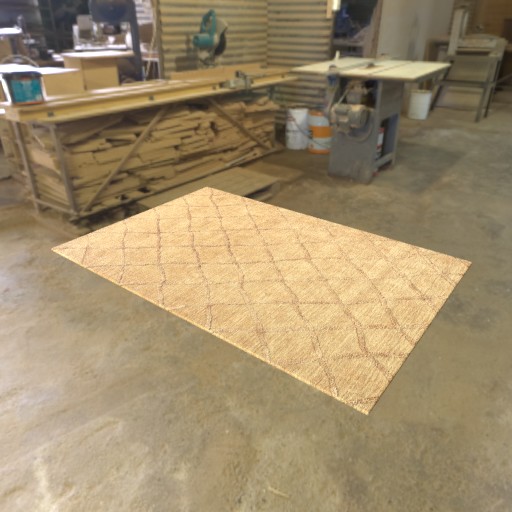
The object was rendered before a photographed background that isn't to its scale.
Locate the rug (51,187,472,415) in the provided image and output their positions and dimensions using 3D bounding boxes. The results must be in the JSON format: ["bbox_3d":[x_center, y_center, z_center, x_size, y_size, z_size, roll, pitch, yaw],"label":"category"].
[{"bbox_3d":[0.000,0.000,2.893,2.292,0.014,1.528,20,35,32],"label":"rug"}]
